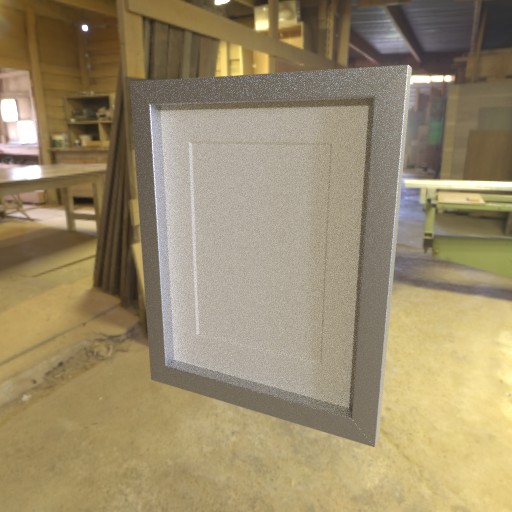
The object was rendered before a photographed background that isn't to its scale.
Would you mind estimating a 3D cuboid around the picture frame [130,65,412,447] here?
[{"bbox_3d":[0.000,0.000,0.511,0.307,0.386,0.036,8,18,25],"label":"picture frame"}]
